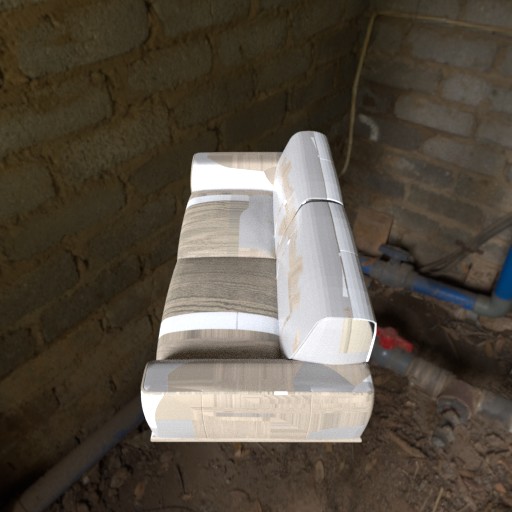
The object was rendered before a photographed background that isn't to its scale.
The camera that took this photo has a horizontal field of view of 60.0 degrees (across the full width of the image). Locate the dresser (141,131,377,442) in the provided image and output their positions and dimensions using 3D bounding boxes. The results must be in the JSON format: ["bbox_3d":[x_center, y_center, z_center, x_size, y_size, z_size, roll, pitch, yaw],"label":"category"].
[{"bbox_3d":[0.000,0.000,5.963,2.251,1.863,4.679,0,41,0],"label":"dresser"}]
